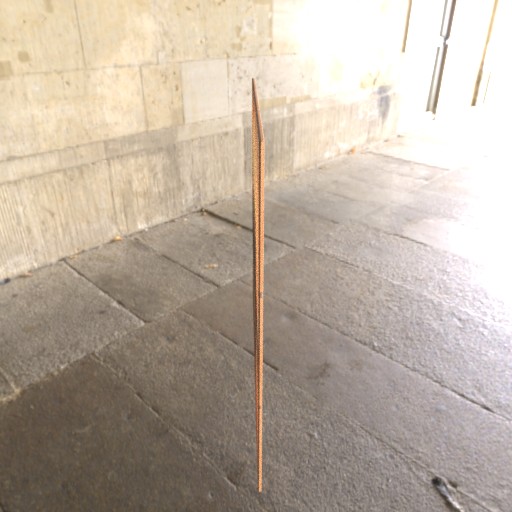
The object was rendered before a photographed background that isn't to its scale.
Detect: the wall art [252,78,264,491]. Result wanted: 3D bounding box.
[{"bbox_3d":[0.000,0.000,1.800,0.013,1.218,1.216,-1,28,-1],"label":"wall art"}]
